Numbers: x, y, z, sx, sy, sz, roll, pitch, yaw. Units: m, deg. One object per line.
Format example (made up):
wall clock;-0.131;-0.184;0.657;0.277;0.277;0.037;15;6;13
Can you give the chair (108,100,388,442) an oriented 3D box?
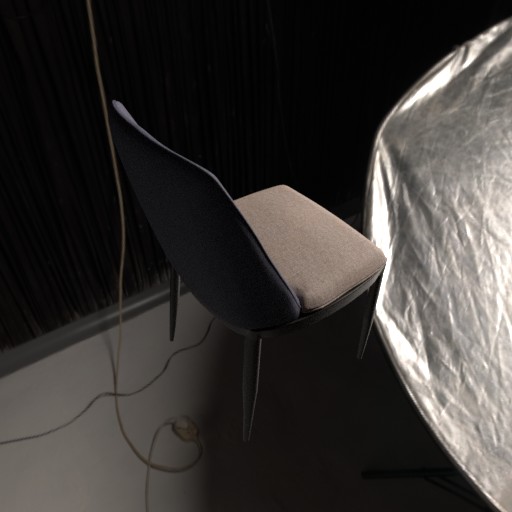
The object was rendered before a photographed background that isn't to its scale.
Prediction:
chair;0.000;0.000;1.155;0.551;0.839;0.480;-25;46;-27
